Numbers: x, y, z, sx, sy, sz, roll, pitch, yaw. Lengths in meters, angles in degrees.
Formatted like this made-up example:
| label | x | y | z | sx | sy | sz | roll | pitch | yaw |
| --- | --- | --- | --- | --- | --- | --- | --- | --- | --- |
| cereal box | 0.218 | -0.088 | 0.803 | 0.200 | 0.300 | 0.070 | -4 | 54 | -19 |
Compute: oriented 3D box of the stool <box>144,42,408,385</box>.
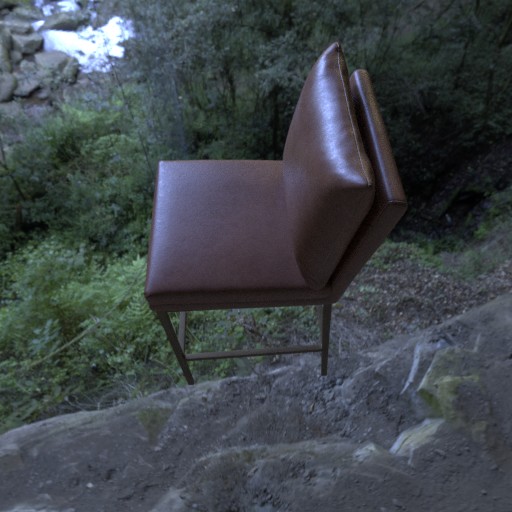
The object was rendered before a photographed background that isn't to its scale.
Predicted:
| label | x | y | z | sx | sy | sz | roll | pitch | yaw |
| --- | --- | --- | --- | --- | --- | --- | --- | --- | --- |
| stool | 0.000 | 0.000 | 1.362 | 0.571 | 1.124 | 0.463 | -2 | 58 | -1 |
